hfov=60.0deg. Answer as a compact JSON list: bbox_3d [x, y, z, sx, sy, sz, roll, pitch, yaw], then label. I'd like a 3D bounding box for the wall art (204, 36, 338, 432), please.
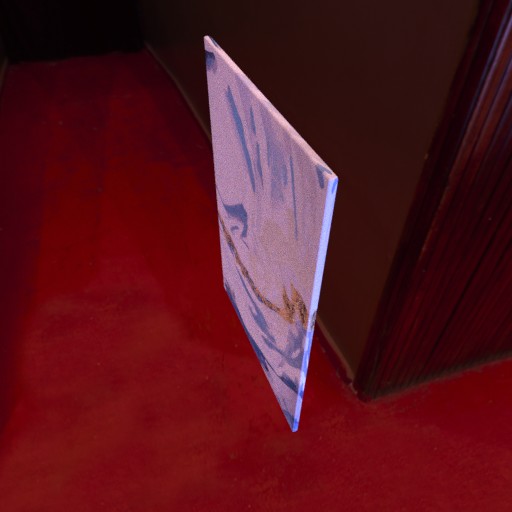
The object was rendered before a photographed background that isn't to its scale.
[{"bbox_3d":[0.000,0.000,1.179,0.016,0.914,0.610,-17,48,-15],"label":"wall art"}]
